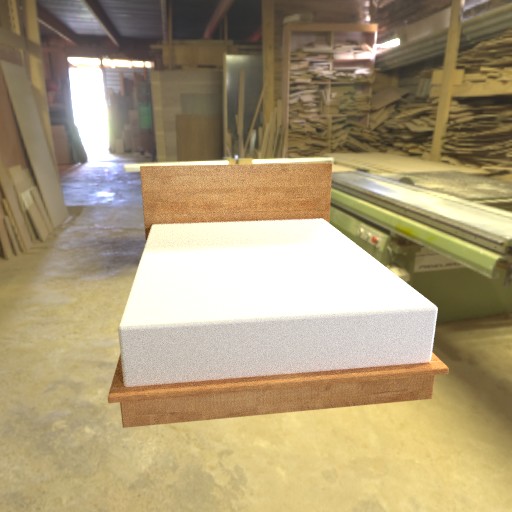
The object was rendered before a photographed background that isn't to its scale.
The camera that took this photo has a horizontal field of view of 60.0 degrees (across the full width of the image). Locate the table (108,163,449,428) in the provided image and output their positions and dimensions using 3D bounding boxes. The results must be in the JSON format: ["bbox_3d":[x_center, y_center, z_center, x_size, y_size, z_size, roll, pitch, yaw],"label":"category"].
[{"bbox_3d":[0.000,0.000,3.094,1.707,1.041,2.149,-3,18,-8],"label":"table"}]
